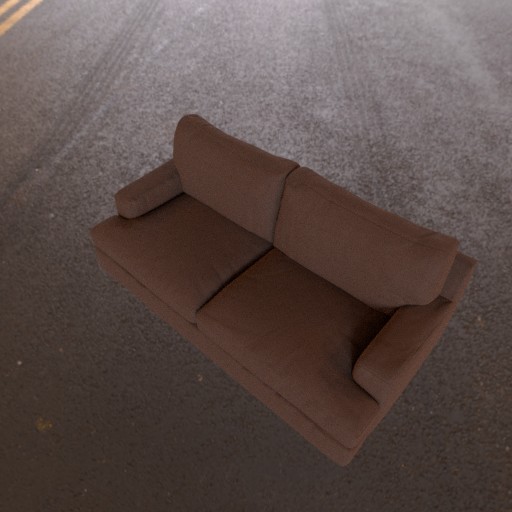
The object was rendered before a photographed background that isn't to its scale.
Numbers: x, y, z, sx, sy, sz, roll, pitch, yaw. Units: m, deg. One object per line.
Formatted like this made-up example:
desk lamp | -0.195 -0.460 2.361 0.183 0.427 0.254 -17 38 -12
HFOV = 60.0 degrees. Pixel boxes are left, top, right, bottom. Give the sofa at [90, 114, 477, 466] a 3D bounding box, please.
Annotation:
sofa | 0.000 0.000 2.836 2.274 0.950 1.140 33 54 28
